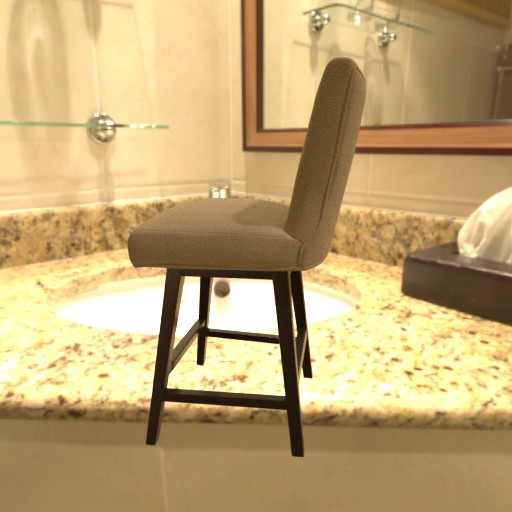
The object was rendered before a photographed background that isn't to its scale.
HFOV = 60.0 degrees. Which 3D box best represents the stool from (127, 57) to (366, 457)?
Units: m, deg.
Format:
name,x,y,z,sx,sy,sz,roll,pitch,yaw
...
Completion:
name,x,y,z,sx,sy,sz,roll,pitch,yaw
stool,0.000,0.000,1.310,0.574,1.000,0.514,3,15,10
